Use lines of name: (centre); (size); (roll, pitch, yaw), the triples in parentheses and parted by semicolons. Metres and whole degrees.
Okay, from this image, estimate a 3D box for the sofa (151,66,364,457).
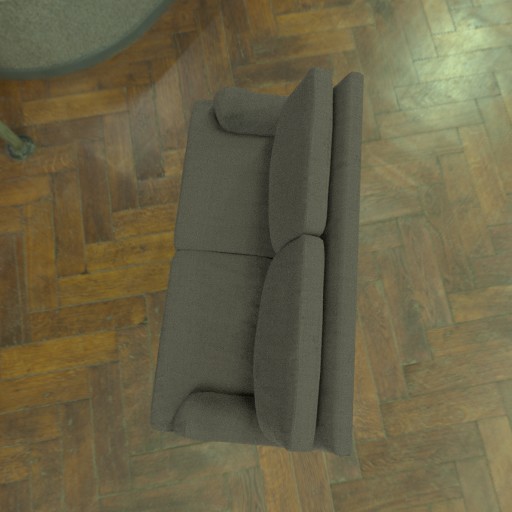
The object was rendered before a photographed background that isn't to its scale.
sofa: (0.000, 0.000, 2.766); (1.086, 1.087, 2.165); (5, 76, 1)
